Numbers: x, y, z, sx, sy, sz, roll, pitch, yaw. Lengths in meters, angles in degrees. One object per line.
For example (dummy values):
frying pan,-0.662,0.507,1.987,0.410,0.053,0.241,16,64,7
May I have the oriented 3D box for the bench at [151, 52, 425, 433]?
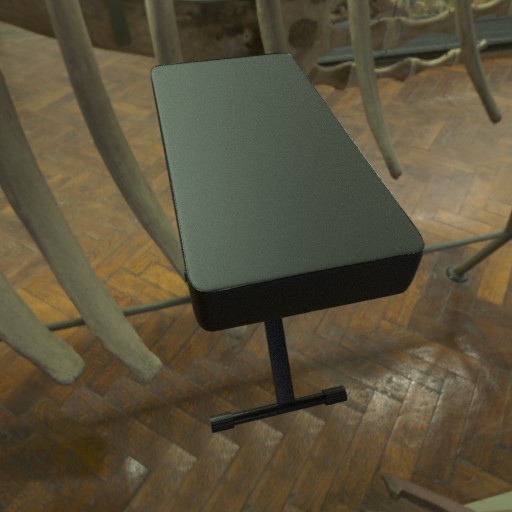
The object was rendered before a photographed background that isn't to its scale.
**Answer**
bench,0.000,0.000,0.910,0.300,0.561,0.600,-10,47,-9
